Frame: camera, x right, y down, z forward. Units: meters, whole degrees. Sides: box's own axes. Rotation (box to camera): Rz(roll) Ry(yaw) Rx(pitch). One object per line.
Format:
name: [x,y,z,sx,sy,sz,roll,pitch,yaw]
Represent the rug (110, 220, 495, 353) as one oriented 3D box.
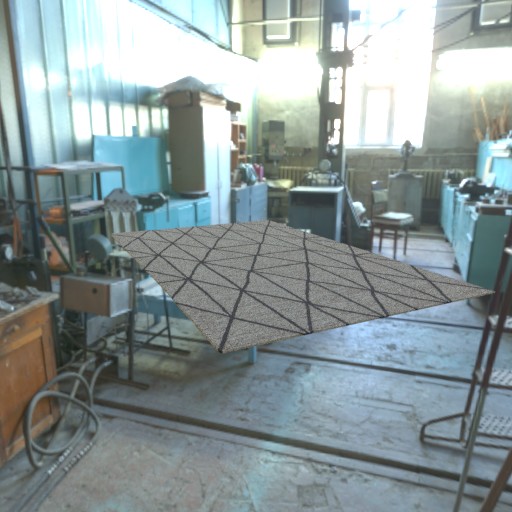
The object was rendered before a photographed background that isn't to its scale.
rug: [0.000,0.000,3.015,1.526,0.008,2.465,-7,16,-26]
